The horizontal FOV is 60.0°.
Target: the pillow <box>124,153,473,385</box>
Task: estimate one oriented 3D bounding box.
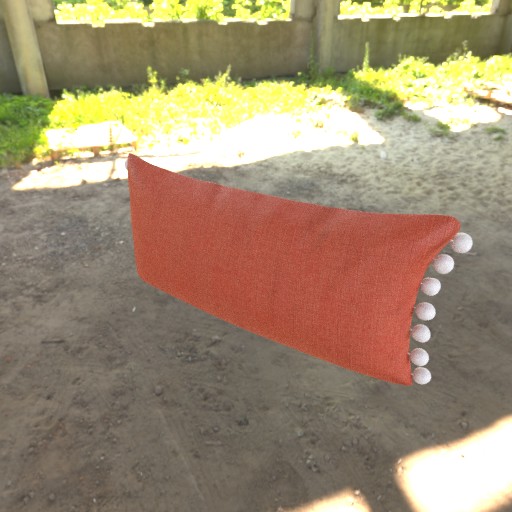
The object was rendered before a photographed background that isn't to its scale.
[{"bbox_3d":[0.000,0.000,0.841,0.709,0.322,0.201,18,34,29],"label":"pillow"}]
